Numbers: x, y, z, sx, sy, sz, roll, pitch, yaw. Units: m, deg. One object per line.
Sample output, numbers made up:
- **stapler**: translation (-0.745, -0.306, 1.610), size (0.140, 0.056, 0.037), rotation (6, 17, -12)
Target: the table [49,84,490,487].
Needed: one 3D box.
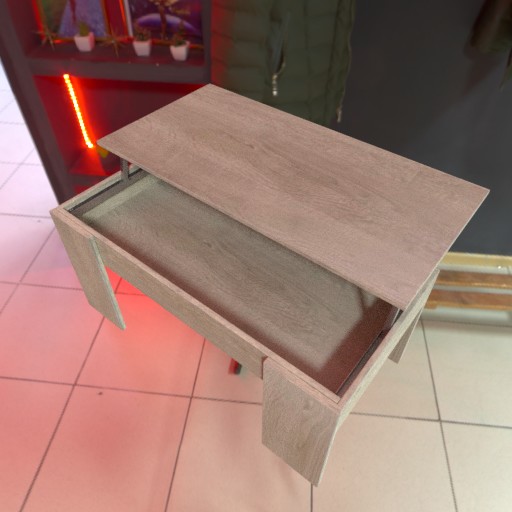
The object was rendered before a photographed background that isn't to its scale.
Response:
- **table**: translation (0.000, 0.000, 1.388), size (1.000, 0.570, 0.711), rotation (30, 53, 26)
